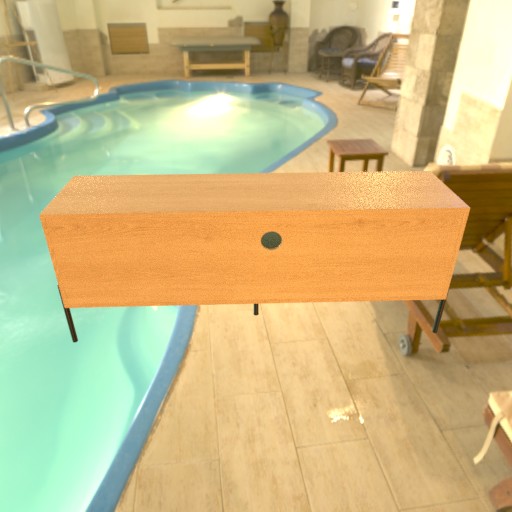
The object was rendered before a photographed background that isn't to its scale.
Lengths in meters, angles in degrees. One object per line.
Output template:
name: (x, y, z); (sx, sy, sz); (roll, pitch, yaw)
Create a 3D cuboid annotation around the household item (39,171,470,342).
household item: (0.000, 0.000, 1.871); (1.550, 0.600, 0.400); (-1, 31, -2)
